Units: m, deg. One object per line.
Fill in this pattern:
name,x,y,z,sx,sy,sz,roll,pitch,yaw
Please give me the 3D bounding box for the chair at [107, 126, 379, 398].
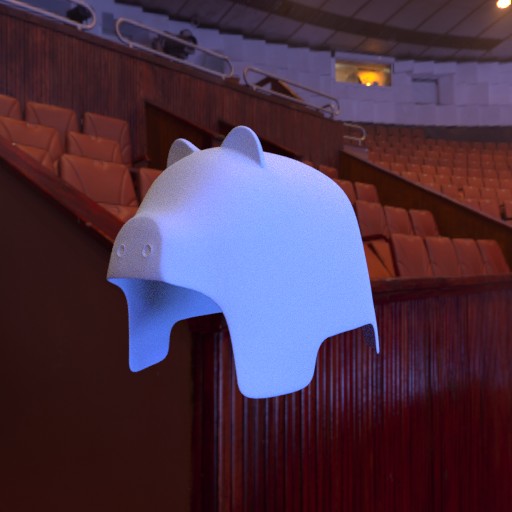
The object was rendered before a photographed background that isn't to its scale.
chair,0.000,0.000,0.880,0.364,0.423,0.619,0,0,35
